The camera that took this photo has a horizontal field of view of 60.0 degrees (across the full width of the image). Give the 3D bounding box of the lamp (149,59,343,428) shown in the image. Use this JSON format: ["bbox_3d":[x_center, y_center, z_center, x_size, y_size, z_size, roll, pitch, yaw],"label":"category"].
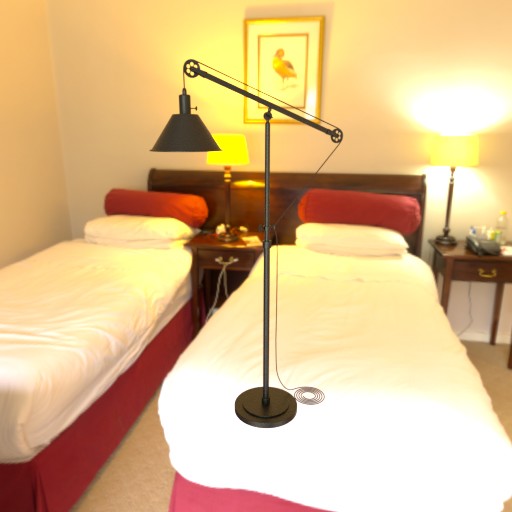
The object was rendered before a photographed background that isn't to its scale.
[{"bbox_3d":[0.000,0.000,2.023,0.904,1.626,0.319,-7,17,-25],"label":"lamp"}]
